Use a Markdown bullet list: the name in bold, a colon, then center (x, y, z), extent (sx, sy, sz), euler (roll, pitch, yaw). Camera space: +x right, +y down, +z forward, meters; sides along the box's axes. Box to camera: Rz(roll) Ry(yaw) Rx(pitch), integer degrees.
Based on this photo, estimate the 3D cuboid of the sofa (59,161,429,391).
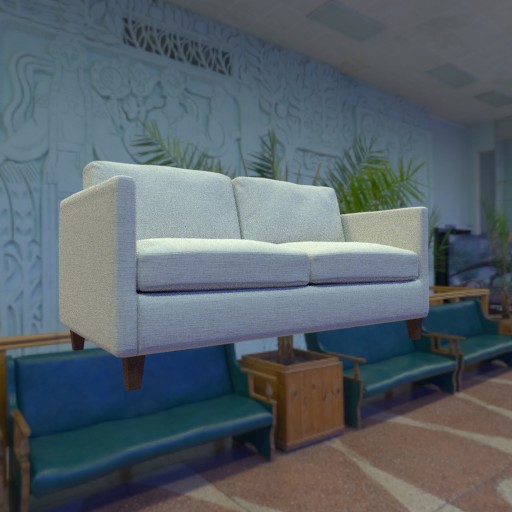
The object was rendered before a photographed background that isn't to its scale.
- **sofa**: center (0.000, 0.000, 2.420), extent (1.838, 0.963, 0.950), euler (0, 0, -35)
